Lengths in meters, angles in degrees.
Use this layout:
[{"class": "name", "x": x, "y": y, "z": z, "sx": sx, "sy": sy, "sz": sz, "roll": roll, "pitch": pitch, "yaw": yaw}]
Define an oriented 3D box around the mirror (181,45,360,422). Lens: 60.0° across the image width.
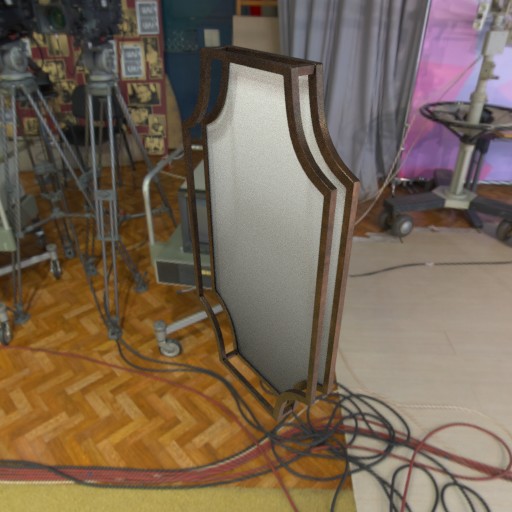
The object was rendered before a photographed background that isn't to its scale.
[{"class": "mirror", "x": 0.000, "y": 0.000, "z": 0.970, "sx": 0.066, "sy": 0.811, "sz": 0.462, "roll": -22, "pitch": 39, "yaw": -31}]
